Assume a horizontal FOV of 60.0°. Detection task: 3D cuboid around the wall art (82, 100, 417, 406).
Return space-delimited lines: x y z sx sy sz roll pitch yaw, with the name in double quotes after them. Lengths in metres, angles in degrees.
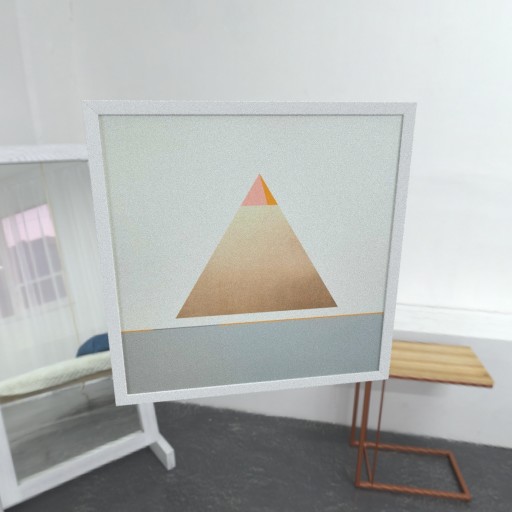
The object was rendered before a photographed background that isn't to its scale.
0.000 0.000 0.463 0.305 0.304 0.038 -3 18 -9 "wall art"
